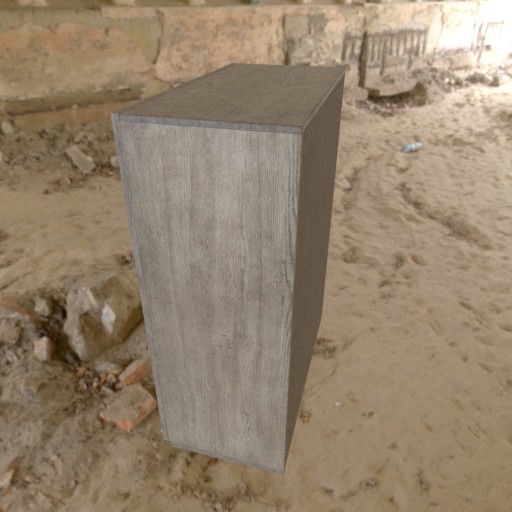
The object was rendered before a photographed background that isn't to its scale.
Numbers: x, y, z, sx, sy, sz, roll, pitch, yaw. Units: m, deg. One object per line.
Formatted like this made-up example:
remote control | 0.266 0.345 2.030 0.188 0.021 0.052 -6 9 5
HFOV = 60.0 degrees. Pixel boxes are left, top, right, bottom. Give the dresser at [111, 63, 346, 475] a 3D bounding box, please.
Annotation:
dresser | 0.000 0.000 1.774 0.483 1.295 0.967 8 32 13
